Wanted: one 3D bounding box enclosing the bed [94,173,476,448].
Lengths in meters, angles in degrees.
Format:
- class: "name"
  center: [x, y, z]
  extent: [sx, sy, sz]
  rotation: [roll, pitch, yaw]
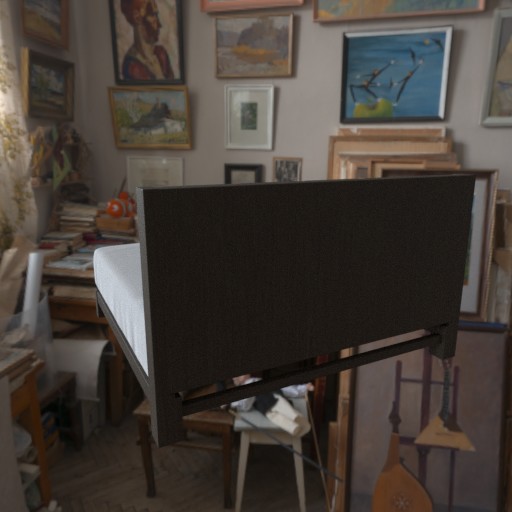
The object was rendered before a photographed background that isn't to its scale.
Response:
- class: "bed"
  center: [0.000, 0.000, 3.377]
  extent: [2.134, 1.270, 2.012]
  rotation: [-7, 16, -27]
